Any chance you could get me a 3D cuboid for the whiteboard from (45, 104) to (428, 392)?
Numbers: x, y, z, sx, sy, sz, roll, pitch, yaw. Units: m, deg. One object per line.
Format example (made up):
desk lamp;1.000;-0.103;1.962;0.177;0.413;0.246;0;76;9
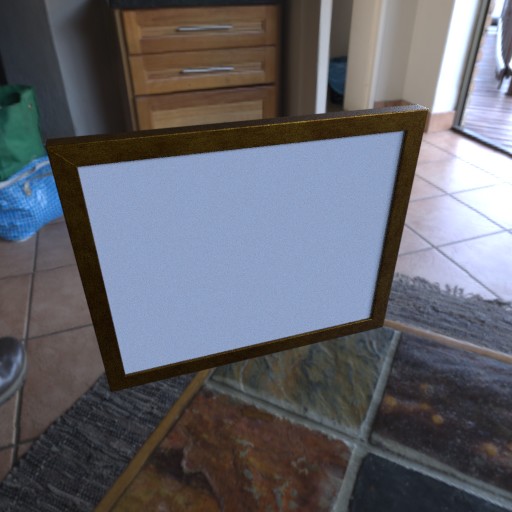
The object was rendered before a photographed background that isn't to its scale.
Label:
whiteboard;0.000;0.000;0.761;0.561;0.457;0.029;-10;34;-15
